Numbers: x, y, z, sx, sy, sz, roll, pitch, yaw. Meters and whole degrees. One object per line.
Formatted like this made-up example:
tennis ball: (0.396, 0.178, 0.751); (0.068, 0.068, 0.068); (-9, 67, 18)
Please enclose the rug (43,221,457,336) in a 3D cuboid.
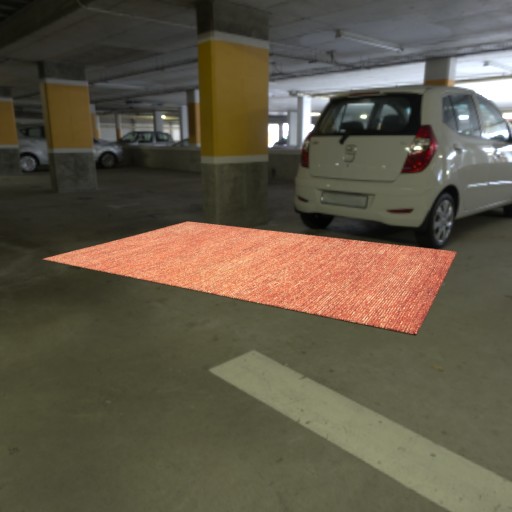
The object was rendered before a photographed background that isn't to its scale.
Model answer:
rug: (0.000, 0.000, 2.223); (1.747, 0.011, 1.139); (8, 17, 28)
